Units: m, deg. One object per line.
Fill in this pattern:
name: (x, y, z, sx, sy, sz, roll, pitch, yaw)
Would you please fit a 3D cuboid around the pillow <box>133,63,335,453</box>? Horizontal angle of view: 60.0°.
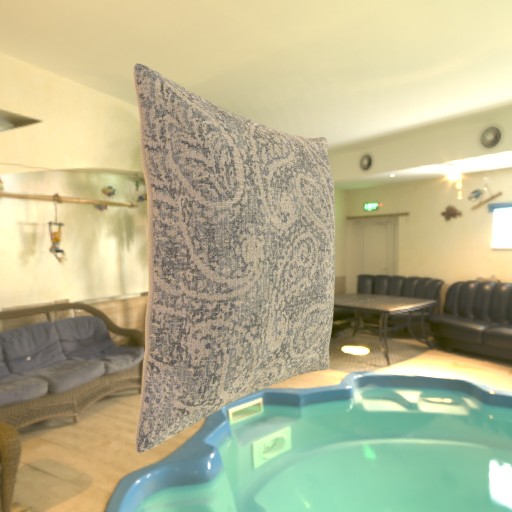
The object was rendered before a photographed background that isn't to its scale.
pillow: (0.000, 0.000, 0.776, 0.166, 0.510, 0.523, 1, 2, 37)
